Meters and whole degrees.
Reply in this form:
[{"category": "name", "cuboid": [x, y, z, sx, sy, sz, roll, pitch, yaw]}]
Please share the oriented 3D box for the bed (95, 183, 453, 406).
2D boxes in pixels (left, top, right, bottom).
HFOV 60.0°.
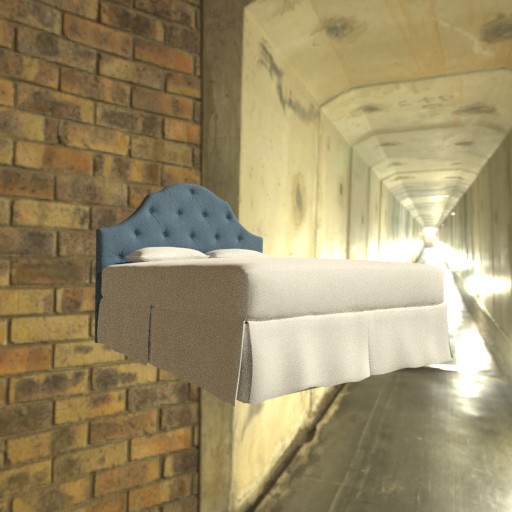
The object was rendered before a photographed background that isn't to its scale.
[{"category": "bed", "cuboid": [0.000, 0.000, 3.794, 2.039, 1.617, 2.477, 1, -2, -37]}]
